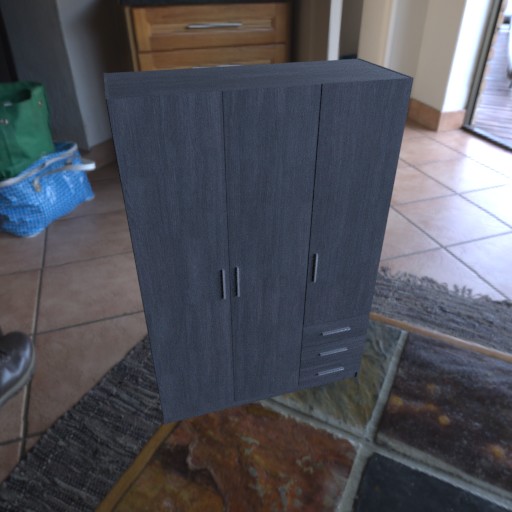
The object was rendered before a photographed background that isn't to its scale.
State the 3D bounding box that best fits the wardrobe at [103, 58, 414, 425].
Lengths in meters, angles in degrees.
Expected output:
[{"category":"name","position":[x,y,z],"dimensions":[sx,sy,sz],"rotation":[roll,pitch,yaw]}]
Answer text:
[{"category":"wardrobe","position":[0.000,0.000,2.486],"dimensions":[1.290,1.910,0.510],"rotation":[-9,34,-14]}]
